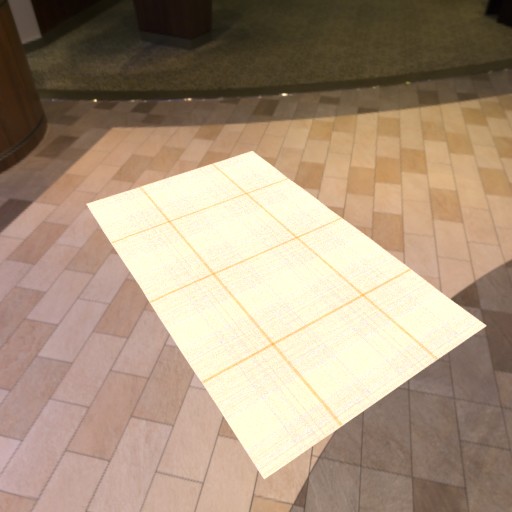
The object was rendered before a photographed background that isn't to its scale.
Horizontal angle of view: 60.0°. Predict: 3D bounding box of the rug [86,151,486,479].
[{"bbox_3d":[0.000,0.000,2.963,1.527,0.016,2.442,-24,47,-24],"label":"rug"}]
